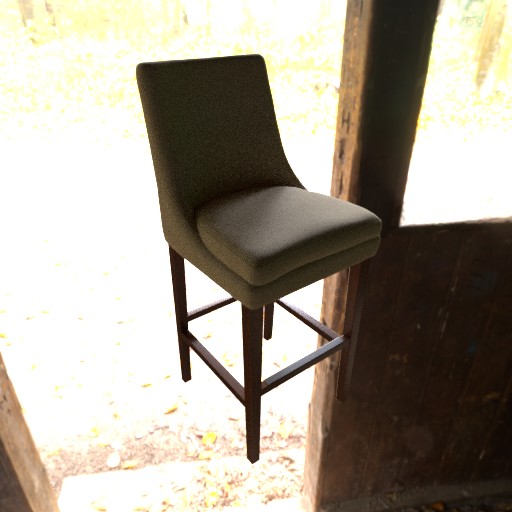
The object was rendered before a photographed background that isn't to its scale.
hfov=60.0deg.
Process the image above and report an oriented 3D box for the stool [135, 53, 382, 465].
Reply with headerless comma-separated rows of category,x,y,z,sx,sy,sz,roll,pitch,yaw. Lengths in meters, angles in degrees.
stool,0.000,0.000,1.357,0.470,1.078,0.577,-21,36,-32
